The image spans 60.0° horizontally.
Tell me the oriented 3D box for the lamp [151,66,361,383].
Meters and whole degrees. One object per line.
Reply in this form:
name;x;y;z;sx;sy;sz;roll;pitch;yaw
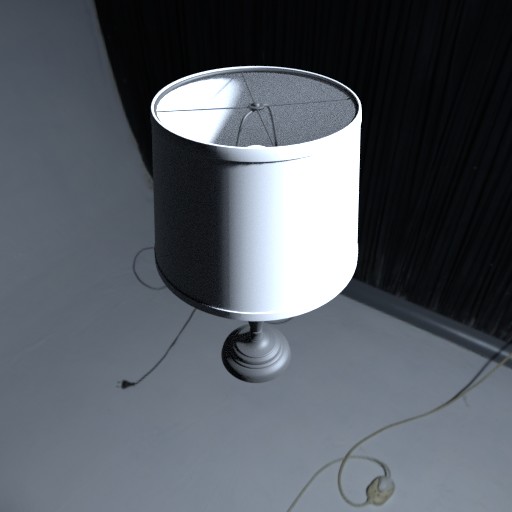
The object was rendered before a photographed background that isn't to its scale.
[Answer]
lamp;0.000;0.000;0.703;0.310;0.501;0.310;0;41;0
